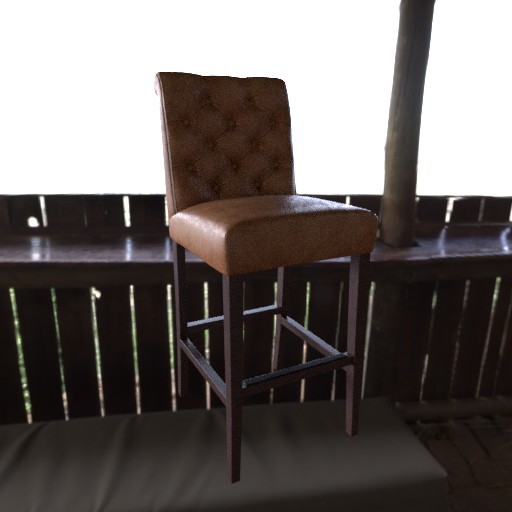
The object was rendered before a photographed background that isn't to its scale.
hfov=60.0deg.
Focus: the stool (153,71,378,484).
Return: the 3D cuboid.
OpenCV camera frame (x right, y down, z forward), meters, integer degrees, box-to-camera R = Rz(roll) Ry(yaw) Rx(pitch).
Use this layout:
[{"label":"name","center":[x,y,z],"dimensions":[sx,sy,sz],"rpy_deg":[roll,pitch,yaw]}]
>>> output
[{"label":"stool","center":[0.000,0.000,1.434],"dimensions":[0.493,1.140,0.601],"rpy_deg":[-8,18,-26]}]
